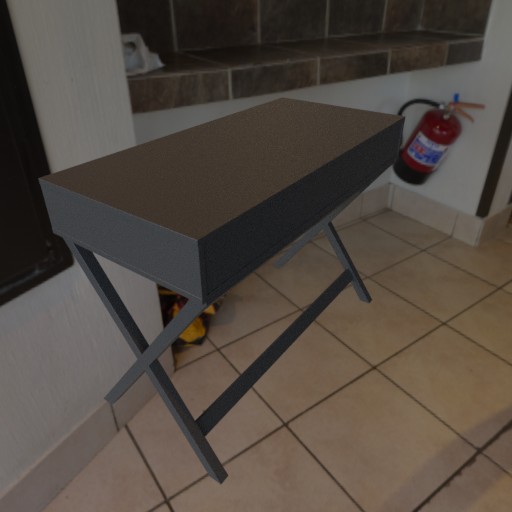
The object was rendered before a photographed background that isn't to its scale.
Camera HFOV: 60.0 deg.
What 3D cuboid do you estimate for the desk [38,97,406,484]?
[{"bbox_3d":[0.000,0.000,1.490,0.504,0.780,1.057,21,37,30],"label":"desk"}]
